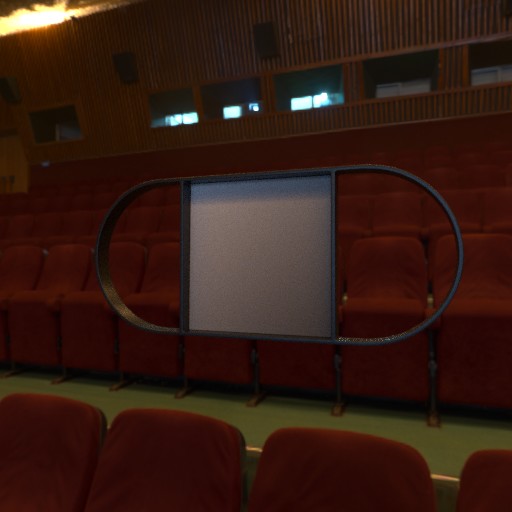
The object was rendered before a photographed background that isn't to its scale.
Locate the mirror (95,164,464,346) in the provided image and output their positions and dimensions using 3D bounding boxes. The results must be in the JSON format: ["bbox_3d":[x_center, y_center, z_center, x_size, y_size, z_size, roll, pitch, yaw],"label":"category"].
[{"bbox_3d":[0.000,0.000,0.687,0.584,0.254,0.032,0,-1,19],"label":"mirror"}]
